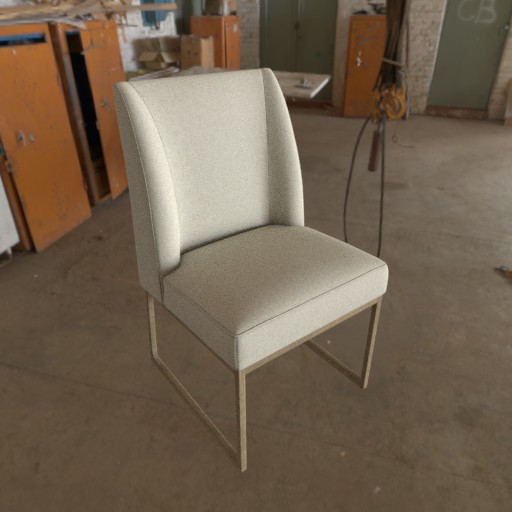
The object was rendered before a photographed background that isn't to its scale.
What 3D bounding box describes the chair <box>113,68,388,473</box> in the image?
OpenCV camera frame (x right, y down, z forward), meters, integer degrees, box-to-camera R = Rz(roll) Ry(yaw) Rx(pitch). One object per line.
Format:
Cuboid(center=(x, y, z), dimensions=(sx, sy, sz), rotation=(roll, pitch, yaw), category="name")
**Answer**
Cuboid(center=(0.000, 0.000, 1.192), dimensions=(0.508, 0.863, 0.522), rotation=(-21, 36, -32), category="chair")
